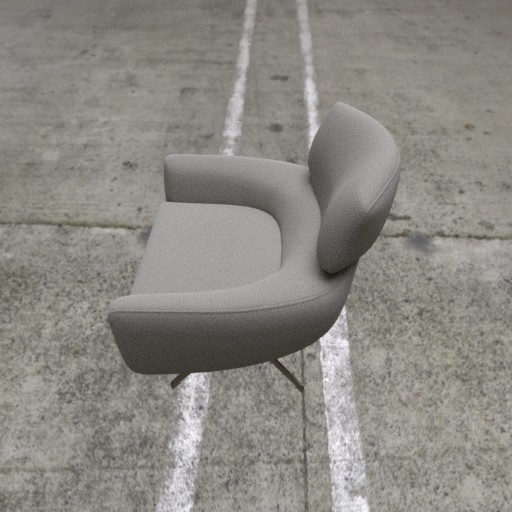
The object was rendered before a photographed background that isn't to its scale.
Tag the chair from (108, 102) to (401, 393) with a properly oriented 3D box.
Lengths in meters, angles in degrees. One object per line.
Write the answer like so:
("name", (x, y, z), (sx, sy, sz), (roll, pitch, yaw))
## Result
("chair", (0.000, 0.000, 1.392), (0.730, 0.810, 0.760), (1, 42, 1))
